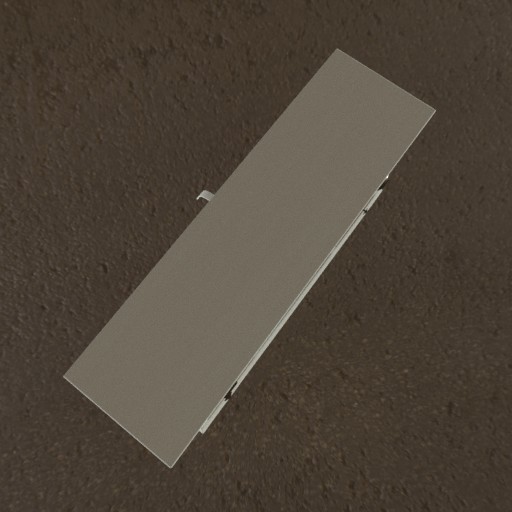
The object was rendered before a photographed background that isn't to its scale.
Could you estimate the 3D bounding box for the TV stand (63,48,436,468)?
[{"bbox_3d":[0.000,0.000,1.486,0.424,0.624,1.187,36,79,9],"label":"TV stand"}]
